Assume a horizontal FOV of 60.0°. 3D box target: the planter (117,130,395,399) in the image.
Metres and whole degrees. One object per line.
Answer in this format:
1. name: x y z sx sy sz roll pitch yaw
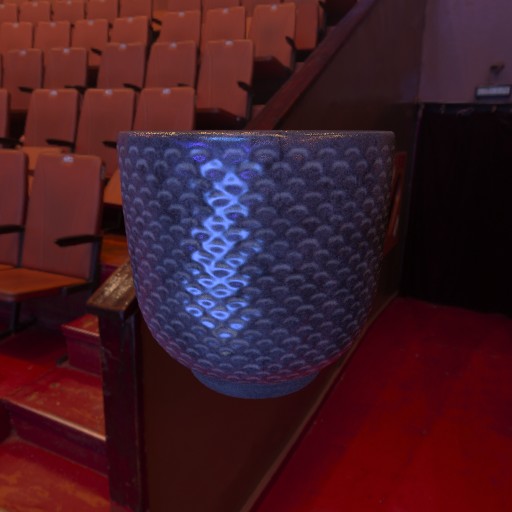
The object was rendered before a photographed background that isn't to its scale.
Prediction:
1. planter: 0.000 0.000 0.350 0.197 0.191 0.197 0 16 0
